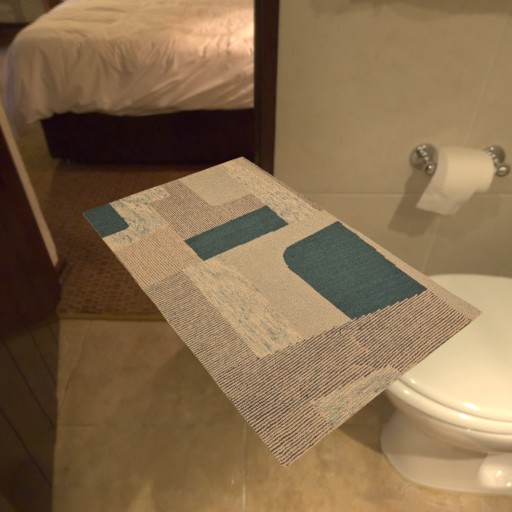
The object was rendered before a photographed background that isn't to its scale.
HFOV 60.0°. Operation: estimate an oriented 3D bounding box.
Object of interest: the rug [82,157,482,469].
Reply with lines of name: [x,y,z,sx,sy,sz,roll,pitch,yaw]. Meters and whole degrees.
rug: [0.000,0.000,3.009,1.521,0.015,2.436,-26,46,-27]
